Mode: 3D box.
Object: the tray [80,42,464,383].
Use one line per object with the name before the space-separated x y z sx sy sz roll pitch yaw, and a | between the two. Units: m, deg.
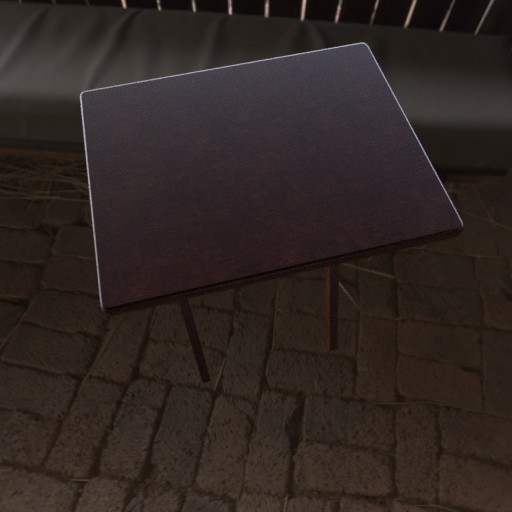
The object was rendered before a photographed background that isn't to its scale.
tray | 0.000 0.000 0.938 0.483 0.660 0.381 -13 64 -6
